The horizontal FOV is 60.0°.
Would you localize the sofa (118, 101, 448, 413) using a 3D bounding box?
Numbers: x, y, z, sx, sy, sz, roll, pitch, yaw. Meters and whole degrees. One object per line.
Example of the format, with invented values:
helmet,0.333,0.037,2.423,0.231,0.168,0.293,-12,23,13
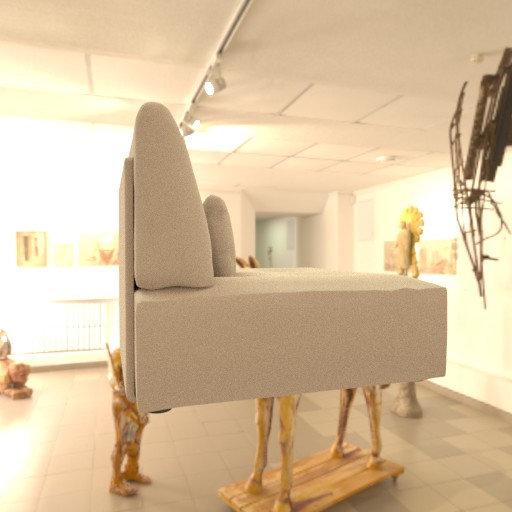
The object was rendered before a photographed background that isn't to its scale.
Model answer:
sofa,0.000,0.000,1.713,1.000,0.828,0.935,0,0,-19
